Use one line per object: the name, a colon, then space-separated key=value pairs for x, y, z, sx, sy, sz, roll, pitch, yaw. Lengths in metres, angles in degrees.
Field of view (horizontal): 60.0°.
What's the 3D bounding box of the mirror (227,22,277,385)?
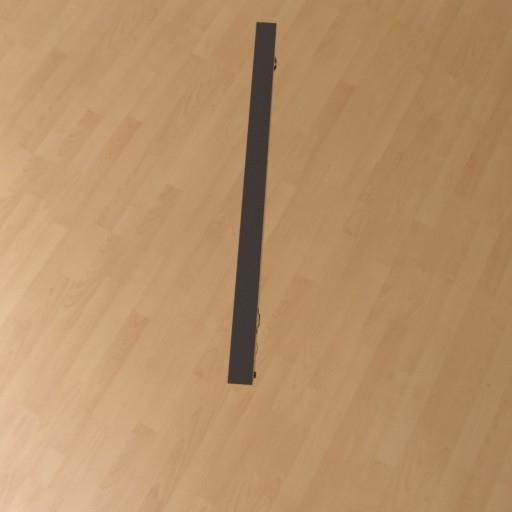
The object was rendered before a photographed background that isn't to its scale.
mirror: x=0.000 y=0.000 z=1.141 sx=0.040 sy=0.915 sz=0.609 roll=4 pitch=76 yaw=1
